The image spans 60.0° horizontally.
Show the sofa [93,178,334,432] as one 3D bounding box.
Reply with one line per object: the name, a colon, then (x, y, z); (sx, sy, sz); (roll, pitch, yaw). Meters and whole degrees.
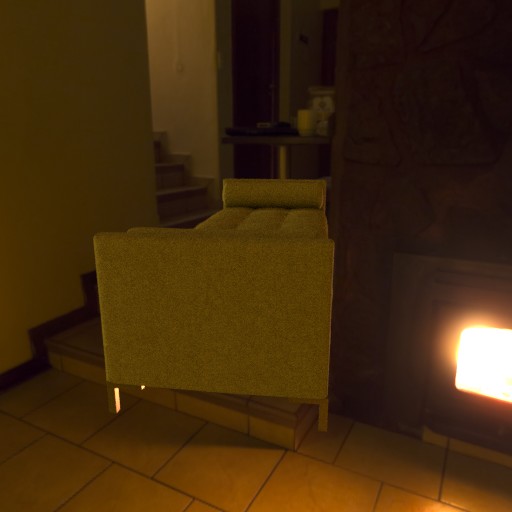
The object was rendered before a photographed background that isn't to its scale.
sofa: (0.000, 0.000, 2.443); (0.797, 0.657, 2.102); (2, 15, 8)
